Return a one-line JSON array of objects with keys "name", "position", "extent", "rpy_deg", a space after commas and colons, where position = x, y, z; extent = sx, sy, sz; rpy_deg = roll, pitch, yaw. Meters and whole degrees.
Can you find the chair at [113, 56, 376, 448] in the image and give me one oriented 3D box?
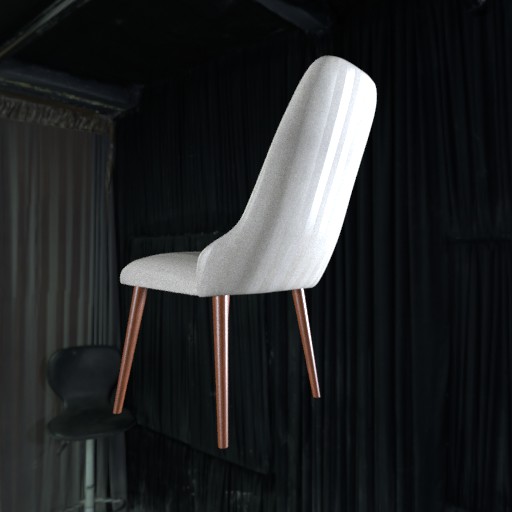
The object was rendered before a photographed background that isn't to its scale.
[{"name": "chair", "position": [0.000, 0.000, 1.300], "extent": [0.684, 0.917, 0.526], "rpy_deg": [0, 0, 36]}]
